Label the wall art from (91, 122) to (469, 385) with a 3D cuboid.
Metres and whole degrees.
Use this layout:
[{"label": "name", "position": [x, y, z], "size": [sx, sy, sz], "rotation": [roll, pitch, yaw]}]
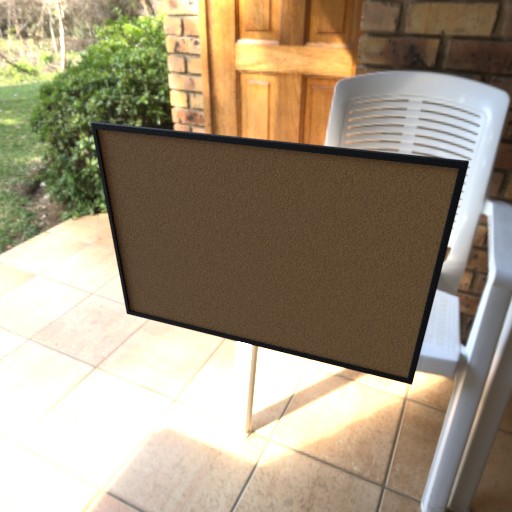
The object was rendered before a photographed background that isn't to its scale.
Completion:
[{"label": "wall art", "position": [0.000, 0.000, 1.254], "size": [0.963, 0.665, 0.013], "rotation": [11, 32, 17]}]
